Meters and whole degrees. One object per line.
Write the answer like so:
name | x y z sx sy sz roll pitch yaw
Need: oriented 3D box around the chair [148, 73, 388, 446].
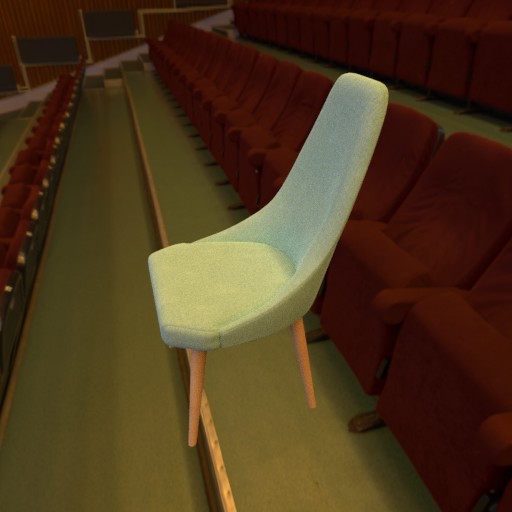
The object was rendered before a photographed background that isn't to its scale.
chair | 0.000 0.000 1.409 0.660 1.040 0.510 -9 33 -15
